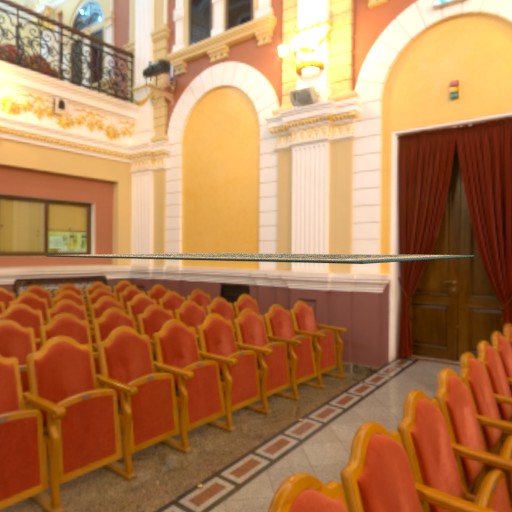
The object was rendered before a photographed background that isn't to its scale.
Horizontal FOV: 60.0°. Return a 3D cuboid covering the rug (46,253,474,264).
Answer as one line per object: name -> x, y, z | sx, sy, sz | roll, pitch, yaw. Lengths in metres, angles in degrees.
rug -> 0.000, 0.000, 3.894 | 3.044, 0.015, 2.226 | 1, 1, 38
